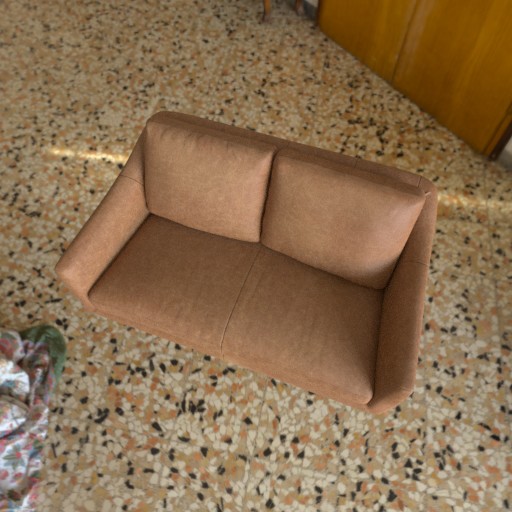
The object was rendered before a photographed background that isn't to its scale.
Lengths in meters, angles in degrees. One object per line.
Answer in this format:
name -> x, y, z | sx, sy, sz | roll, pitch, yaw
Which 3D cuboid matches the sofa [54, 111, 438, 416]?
sofa -> 0.000, 0.000, 2.185 | 1.619, 0.902, 0.960 | 17, 60, 10
